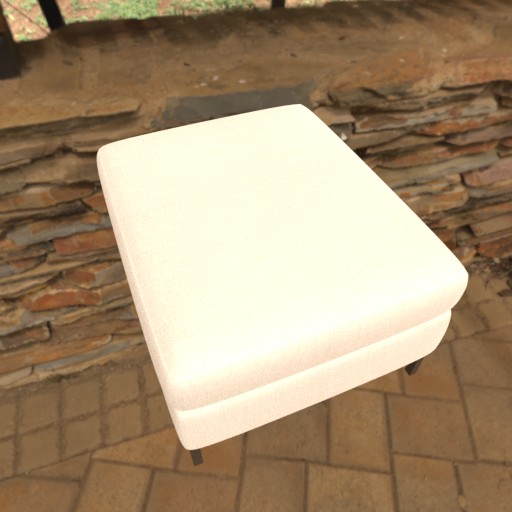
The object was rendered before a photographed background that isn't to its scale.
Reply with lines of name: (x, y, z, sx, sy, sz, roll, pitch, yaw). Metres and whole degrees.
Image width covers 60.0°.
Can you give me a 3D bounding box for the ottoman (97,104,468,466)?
ottoman: (0.000, 0.000, 1.178, 0.657, 0.453, 0.794, -17, 49, -15)
